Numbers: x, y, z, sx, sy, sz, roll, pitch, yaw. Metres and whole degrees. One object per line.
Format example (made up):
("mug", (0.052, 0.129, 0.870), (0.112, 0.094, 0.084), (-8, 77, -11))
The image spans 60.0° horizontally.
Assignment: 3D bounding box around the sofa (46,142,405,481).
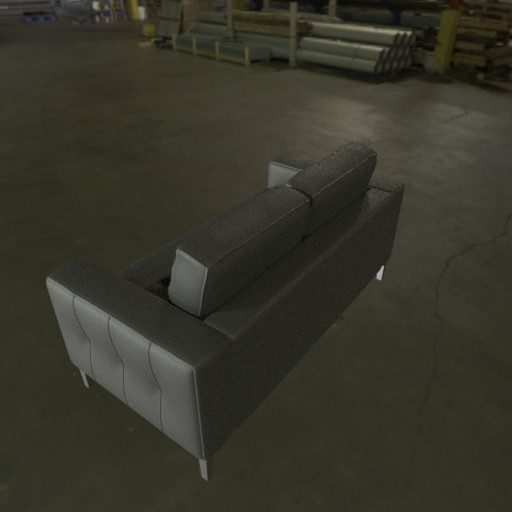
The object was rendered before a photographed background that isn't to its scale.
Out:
("sofa", (0.000, 0.000, 2.190), (0.833, 0.893, 1.726), (22, 39, 30))
